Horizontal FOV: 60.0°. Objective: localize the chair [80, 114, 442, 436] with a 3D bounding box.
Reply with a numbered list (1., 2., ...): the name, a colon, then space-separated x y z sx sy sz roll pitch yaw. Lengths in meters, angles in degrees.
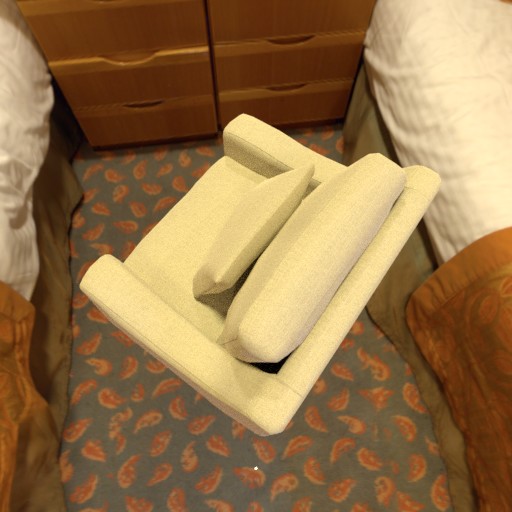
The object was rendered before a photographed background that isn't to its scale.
1. chair: 0.000 0.000 1.961 1.009 1.016 1.178 33 69 15
